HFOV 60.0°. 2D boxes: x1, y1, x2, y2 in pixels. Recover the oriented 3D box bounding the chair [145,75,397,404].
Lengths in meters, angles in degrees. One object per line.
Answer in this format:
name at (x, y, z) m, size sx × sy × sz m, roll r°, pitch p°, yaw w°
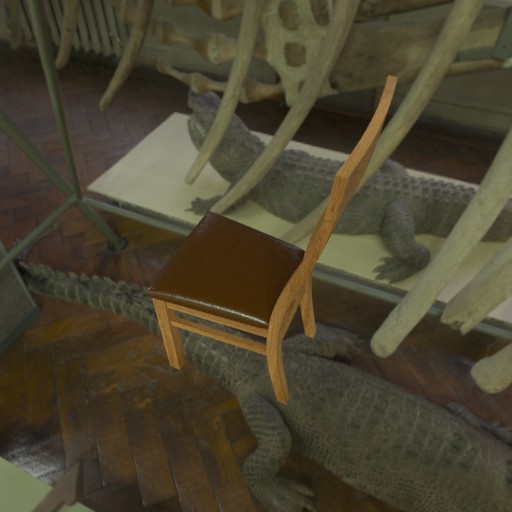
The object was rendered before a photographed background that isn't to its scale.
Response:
chair at (0.000, 0.000, 1.384) m, size 0.580 × 1.050 × 0.450 m, roll 17°, pitch 48°, yaw 16°
